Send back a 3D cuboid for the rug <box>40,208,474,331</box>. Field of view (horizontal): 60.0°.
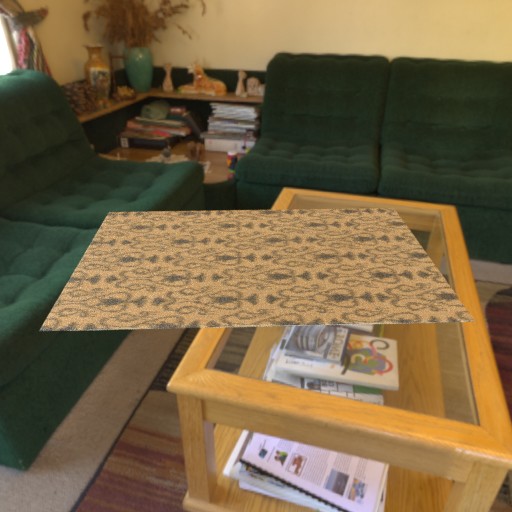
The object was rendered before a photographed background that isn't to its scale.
[{"bbox_3d":[0.000,0.000,2.121,1.652,0.006,1.035,-1,31,-2],"label":"rug"}]
